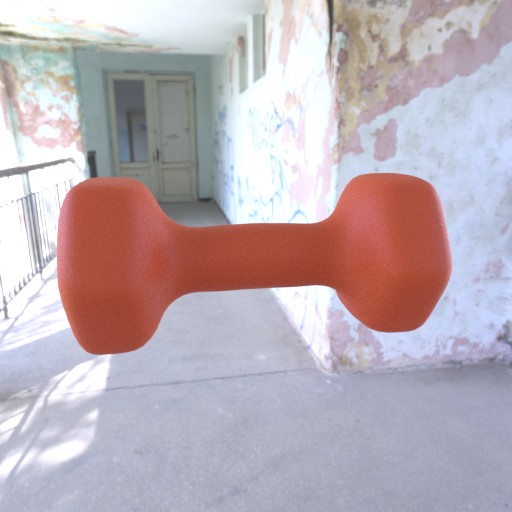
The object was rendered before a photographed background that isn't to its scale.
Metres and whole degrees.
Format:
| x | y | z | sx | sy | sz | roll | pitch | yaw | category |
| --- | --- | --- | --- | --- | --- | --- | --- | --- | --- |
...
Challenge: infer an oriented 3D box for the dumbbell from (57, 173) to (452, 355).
| x | y | z | sx | sy | sz | roll | pitch | yaw | category |
| --- | --- | --- | --- | --- | --- | --- | --- | --- | --- |
| 0.000 | 0.000 | 0.201 | 0.162 | 0.071 | 0.079 | -2 | 16 | -8 | dumbbell |
